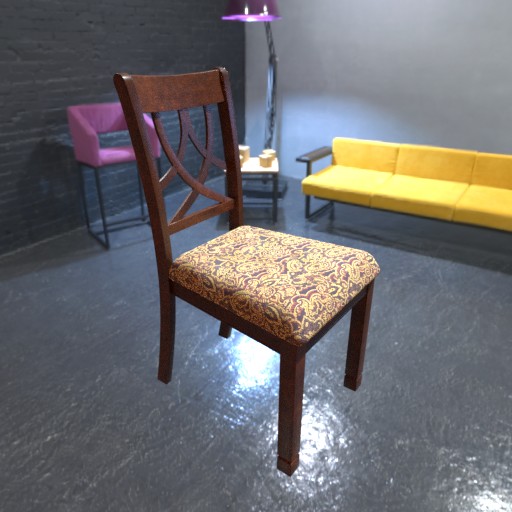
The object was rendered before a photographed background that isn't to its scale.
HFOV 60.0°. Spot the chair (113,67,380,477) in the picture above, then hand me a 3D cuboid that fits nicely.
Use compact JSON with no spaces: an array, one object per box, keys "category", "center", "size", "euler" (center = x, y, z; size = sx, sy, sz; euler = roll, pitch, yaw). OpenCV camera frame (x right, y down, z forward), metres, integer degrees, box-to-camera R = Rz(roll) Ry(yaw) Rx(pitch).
[{"category":"chair","center":[0.000,0.000,1.266],"size":[0.584,0.965,0.457],"euler":[18,31,32]}]
